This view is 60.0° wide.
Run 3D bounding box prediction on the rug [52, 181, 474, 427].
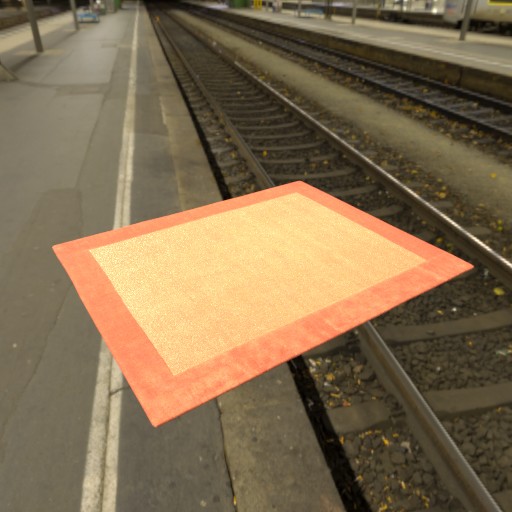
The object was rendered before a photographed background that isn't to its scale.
[{"bbox_3d":[0.000,0.000,3.998,2.976,0.018,2.430,-19,36,-29],"label":"rug"}]
